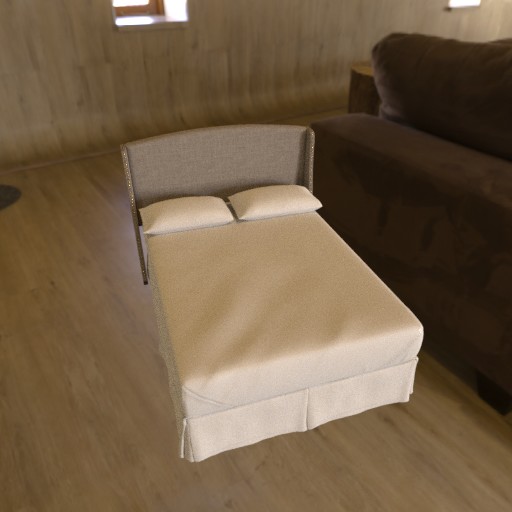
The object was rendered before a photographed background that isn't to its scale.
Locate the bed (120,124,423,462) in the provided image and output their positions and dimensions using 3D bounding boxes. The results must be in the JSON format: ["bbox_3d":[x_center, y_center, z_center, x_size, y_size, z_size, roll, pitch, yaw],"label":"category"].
[{"bbox_3d":[0.000,0.000,3.415,1.710,1.407,2.237,-10,34,-15],"label":"bed"}]
